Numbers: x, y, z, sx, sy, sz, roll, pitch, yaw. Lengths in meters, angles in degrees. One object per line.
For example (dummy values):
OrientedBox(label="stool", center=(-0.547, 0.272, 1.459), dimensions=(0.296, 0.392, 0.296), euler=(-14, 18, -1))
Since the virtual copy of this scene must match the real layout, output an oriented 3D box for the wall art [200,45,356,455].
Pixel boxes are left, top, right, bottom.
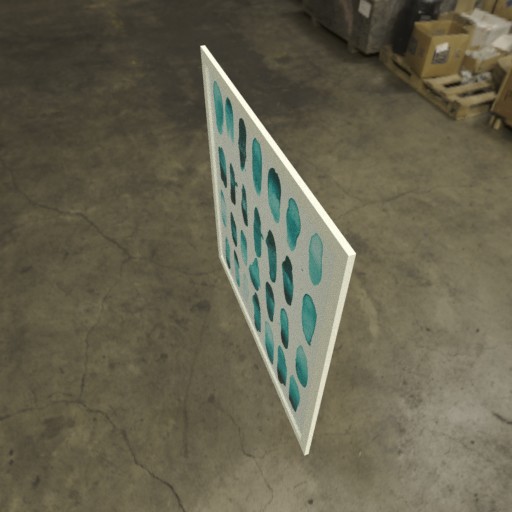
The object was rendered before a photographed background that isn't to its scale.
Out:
OrientedBox(label="wall art", center=(0.000, 0.000, 1.205), dimensions=(0.013, 0.813, 0.812), euler=(-15, 49, -14))
